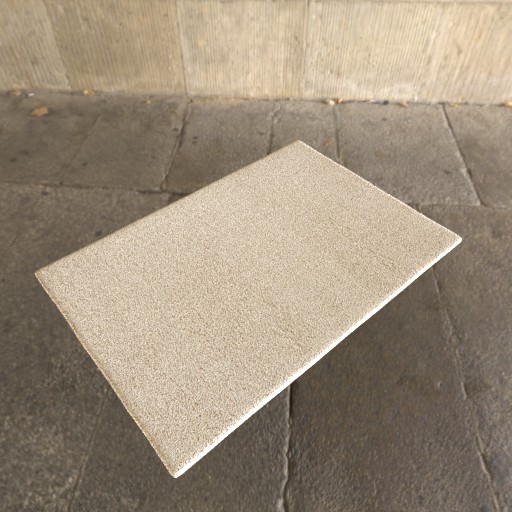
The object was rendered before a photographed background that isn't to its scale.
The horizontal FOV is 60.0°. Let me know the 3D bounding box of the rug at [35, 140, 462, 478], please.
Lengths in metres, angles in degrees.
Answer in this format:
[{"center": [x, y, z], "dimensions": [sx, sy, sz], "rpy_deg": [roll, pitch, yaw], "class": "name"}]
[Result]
[{"center": [0.000, 0.000, 2.219], "dimensions": [1.778, 0.030, 1.219], "rpy_deg": [-32, 55, -26], "class": "rug"}]
